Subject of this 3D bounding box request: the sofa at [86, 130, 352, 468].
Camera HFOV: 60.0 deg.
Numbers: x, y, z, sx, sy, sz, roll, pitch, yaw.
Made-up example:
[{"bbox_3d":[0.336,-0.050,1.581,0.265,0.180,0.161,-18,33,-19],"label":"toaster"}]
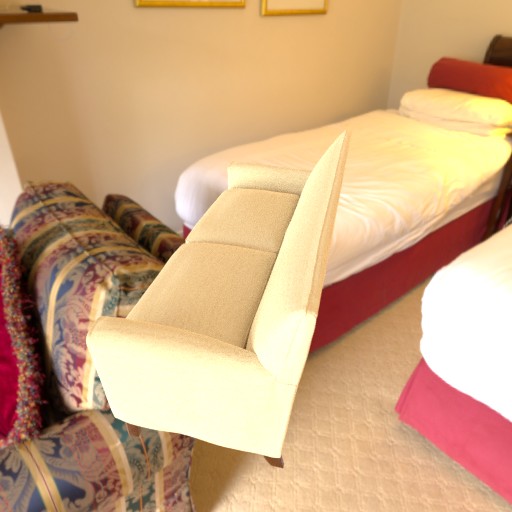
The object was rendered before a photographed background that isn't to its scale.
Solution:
[{"bbox_3d":[0.000,0.000,2.408,0.841,0.907,2.001,7,32,11],"label":"sofa"}]
